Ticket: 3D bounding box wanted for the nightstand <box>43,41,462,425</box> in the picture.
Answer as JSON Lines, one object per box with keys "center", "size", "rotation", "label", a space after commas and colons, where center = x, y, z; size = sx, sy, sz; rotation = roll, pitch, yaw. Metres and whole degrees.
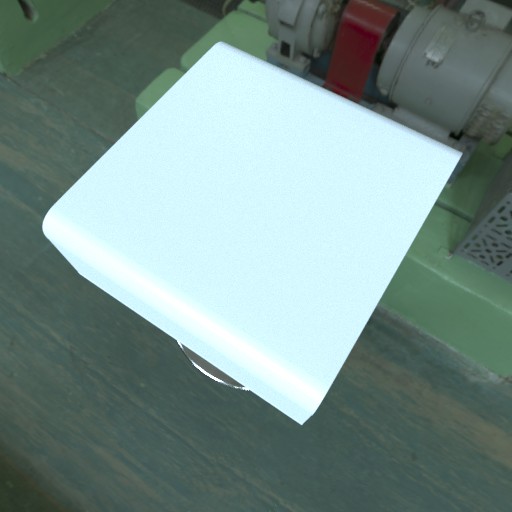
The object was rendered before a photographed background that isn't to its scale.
{"center": [0.000, 0.000, 0.758], "size": [0.404, 0.447, 0.399], "rotation": [31, 68, 14], "label": "nightstand"}
